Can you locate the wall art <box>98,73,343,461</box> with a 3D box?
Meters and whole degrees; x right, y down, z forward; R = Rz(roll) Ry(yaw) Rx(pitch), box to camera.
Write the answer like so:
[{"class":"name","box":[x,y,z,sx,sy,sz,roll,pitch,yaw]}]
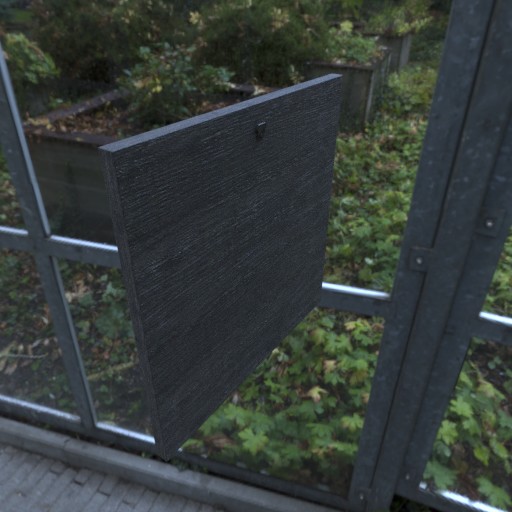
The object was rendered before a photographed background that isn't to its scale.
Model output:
[{"class":"wall art","box":[0.000,0.000,0.680,0.027,0.459,0.462,21,37,30]}]
